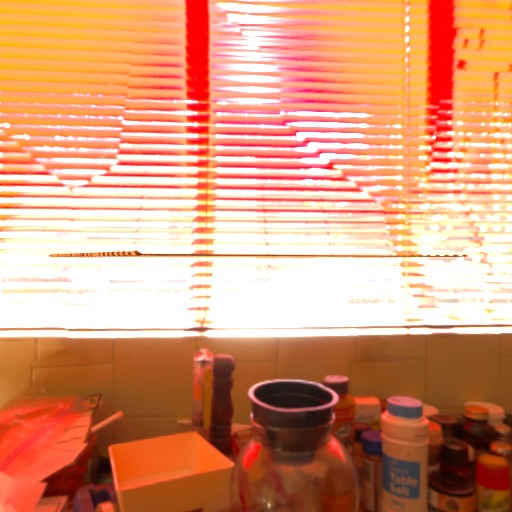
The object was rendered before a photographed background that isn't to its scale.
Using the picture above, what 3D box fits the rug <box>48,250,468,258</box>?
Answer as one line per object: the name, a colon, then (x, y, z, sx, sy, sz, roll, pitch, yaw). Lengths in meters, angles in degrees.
rug: (0.000, 0.000, 4.387, 3.369, 0.035, 2.451, 0, -1, -35)
